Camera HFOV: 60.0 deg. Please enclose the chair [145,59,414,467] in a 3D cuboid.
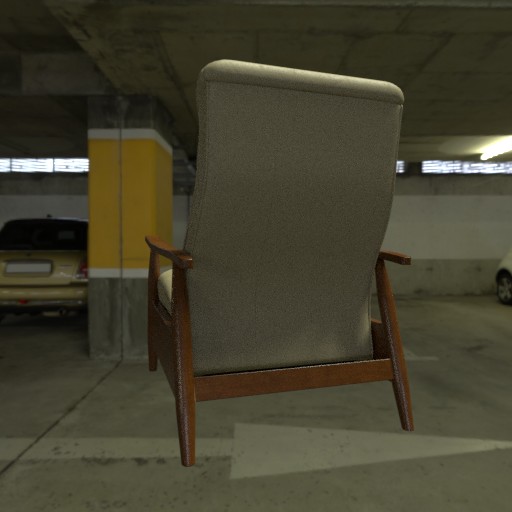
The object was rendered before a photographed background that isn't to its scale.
[{"bbox_3d":[0.000,0.000,1.730,0.762,1.082,1.014,0,1,-19],"label":"chair"}]
